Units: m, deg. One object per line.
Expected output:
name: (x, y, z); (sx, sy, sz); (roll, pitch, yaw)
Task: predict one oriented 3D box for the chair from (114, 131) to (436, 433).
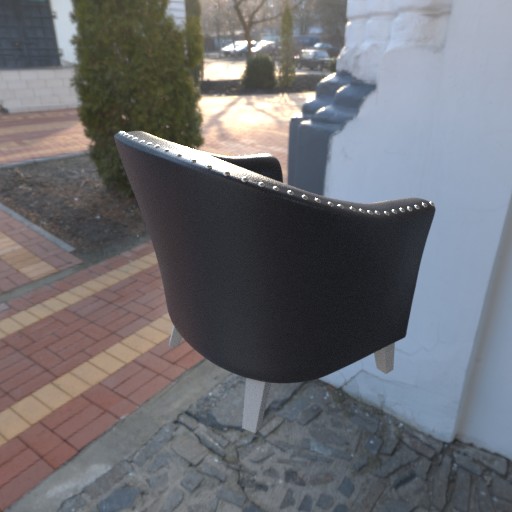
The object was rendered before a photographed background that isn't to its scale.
chair: (0.000, 0.000, 1.432); (0.748, 0.823, 0.794); (-17, 31, -32)
